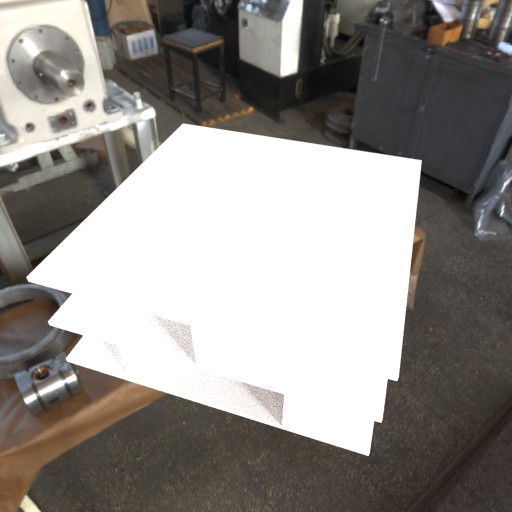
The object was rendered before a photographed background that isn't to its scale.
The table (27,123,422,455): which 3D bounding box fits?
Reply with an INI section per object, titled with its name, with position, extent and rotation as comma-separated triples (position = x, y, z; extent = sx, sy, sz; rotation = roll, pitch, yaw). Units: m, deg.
[table]
position = 0.000, 0.000, 1.115
extent = 0.700, 0.289, 0.700
rotation = 12, 43, 14
